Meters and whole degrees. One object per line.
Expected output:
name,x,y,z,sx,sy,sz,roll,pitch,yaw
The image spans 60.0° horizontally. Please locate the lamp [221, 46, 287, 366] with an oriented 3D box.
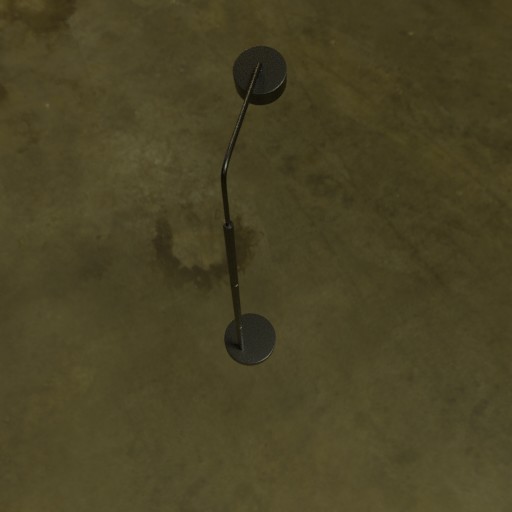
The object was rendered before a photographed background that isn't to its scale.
lamp,0.000,0.000,1.416,0.219,1.230,0.418,13,64,7
